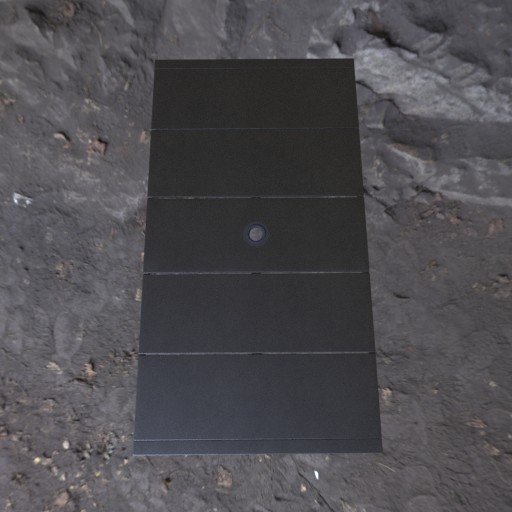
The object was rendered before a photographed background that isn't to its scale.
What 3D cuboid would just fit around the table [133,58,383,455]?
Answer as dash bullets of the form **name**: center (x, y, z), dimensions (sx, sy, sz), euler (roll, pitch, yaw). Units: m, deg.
- **table**: center (0.000, 0.000, 2.176), dimensions (0.914, 0.735, 1.680), euler (0, 76, 0)
